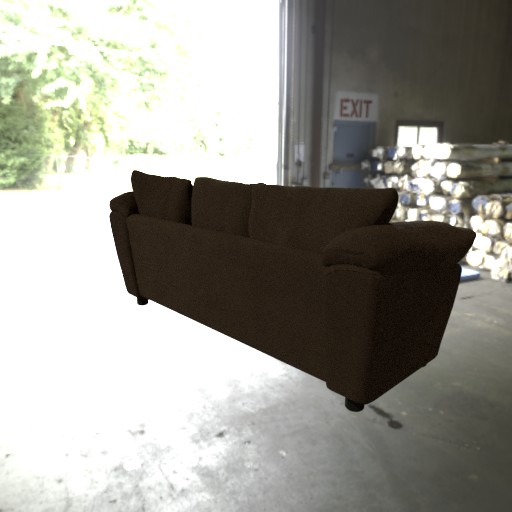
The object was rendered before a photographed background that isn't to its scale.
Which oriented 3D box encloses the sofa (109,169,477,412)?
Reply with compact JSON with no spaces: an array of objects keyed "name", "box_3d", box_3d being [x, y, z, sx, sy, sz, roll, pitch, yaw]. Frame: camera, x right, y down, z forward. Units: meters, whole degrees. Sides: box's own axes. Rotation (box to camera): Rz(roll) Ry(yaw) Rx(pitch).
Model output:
[{"name":"sofa","box_3d":[0.000,0.000,2.798,0.878,1.015,2.336,-13,19,-42]}]
